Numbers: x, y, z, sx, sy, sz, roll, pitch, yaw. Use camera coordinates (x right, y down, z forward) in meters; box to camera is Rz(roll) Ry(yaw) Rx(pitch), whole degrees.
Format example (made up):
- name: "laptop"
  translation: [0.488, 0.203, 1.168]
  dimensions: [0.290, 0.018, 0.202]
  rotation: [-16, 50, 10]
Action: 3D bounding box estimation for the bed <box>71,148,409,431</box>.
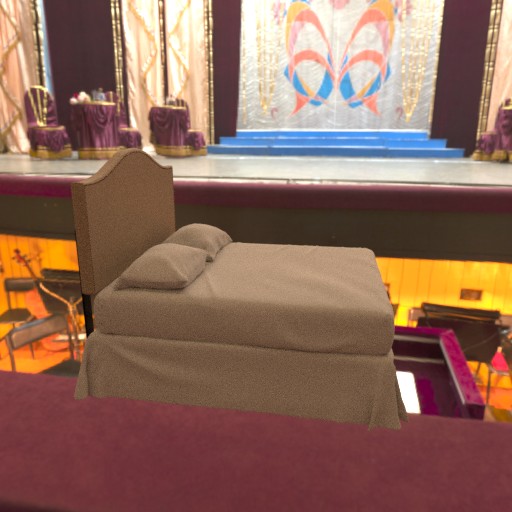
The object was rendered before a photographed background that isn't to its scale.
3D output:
- name: "bed"
  translation: [0.000, 0.000, 3.502]
  dimensions: [2.221, 1.645, 1.876]
  rotation: [3, 16, 10]
